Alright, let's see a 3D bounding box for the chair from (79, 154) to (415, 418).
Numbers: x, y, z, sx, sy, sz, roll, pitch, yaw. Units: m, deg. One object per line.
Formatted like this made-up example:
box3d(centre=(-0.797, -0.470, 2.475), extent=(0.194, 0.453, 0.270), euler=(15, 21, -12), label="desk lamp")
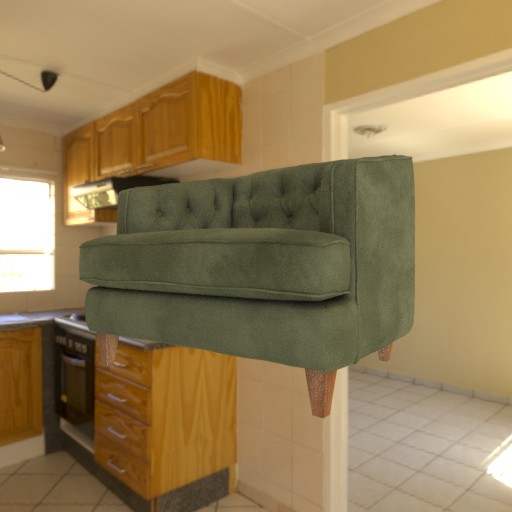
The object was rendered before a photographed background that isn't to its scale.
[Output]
box3d(centre=(0.000, 0.000, 1.760), extent=(1.104, 0.852, 0.941), euler=(0, 0, 36), label="chair")
